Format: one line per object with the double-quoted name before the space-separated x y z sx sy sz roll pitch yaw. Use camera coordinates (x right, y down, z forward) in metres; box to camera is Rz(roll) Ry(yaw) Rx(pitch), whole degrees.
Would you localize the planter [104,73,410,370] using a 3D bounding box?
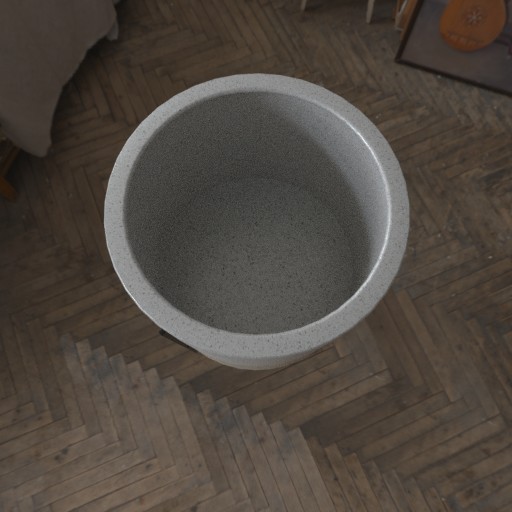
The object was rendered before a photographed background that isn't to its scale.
"planter" 0.000 0.000 0.746 0.359 0.484 0.368 -17 75 -5
